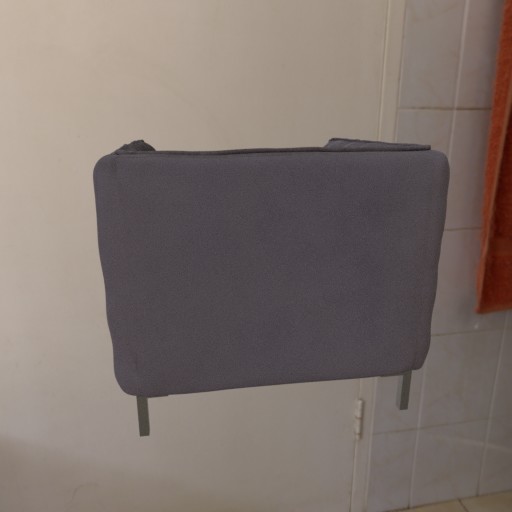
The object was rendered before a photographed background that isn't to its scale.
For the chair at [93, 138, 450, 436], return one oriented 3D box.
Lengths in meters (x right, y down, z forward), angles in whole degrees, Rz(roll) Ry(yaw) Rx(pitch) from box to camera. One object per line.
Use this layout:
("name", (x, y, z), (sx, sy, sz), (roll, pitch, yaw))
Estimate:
("chair", (0.000, 0.000, 1.602), (0.946, 0.807, 0.913), (-3, 16, -9))
